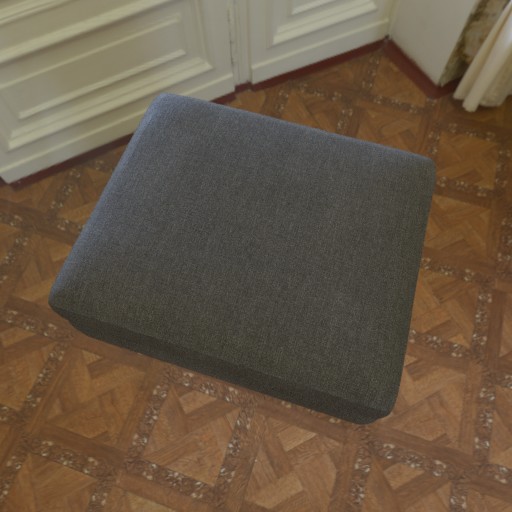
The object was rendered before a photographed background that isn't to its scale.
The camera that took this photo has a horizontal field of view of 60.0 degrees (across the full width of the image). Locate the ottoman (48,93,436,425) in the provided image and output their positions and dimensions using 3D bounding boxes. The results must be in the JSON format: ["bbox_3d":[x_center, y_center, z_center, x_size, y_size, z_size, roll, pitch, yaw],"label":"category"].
[{"bbox_3d":[0.000,0.000,1.256,0.821,0.474,0.693,16,66,7],"label":"ottoman"}]
